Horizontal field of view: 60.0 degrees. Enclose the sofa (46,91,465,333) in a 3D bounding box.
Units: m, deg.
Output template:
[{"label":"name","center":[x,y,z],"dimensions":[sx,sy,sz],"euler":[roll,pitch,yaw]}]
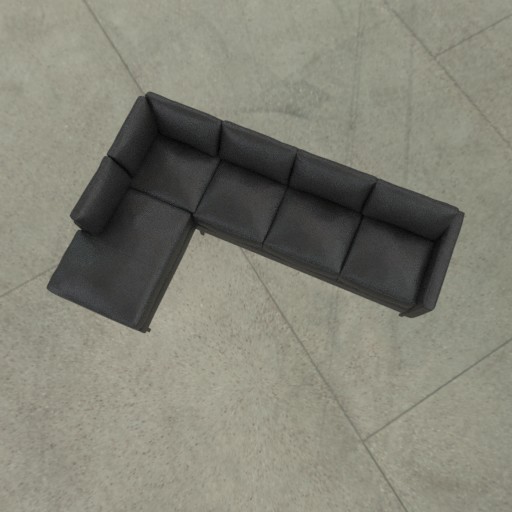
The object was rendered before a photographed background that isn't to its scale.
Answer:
[{"label":"sofa","center":[0.000,0.000,3.794],"dimensions":[2.984,0.877,1.938],"euler":[22,75,6]}]
